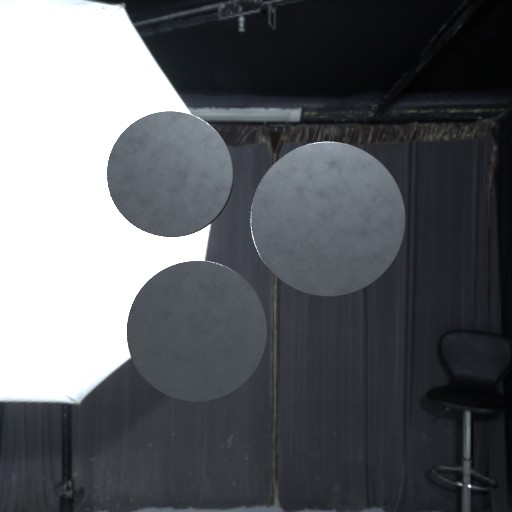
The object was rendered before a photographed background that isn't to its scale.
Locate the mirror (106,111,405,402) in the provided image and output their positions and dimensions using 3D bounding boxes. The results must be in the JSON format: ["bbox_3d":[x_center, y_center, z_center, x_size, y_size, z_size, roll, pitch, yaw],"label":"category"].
[{"bbox_3d":[0.000,0.000,3.233,2.160,2.096,0.076,0,0,0],"label":"mirror"}]
